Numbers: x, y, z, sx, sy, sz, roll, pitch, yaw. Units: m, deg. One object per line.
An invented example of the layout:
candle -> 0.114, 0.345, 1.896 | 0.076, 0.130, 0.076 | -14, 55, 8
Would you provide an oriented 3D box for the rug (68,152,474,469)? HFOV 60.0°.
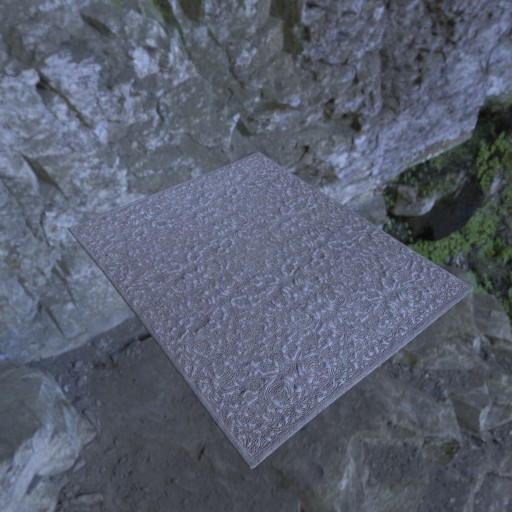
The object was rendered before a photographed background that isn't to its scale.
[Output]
rug -> 0.000, 0.000, 4.167 | 2.472, 0.035, 3.017 | -28, 50, -27
